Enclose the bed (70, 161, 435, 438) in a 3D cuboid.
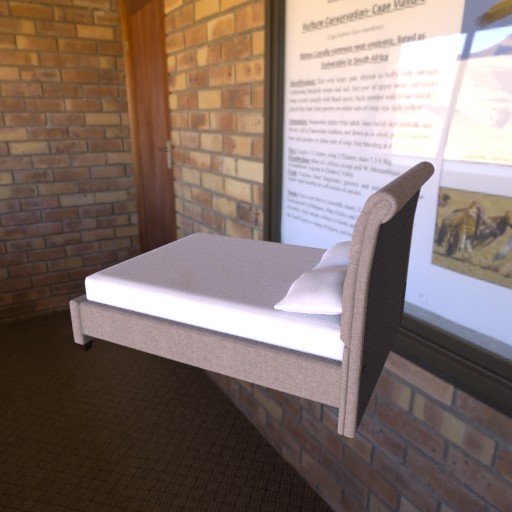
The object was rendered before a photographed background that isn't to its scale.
[{"bbox_3d":[0.000,0.000,3.373,2.252,1.371,1.645,9,19,25],"label":"bed"}]
